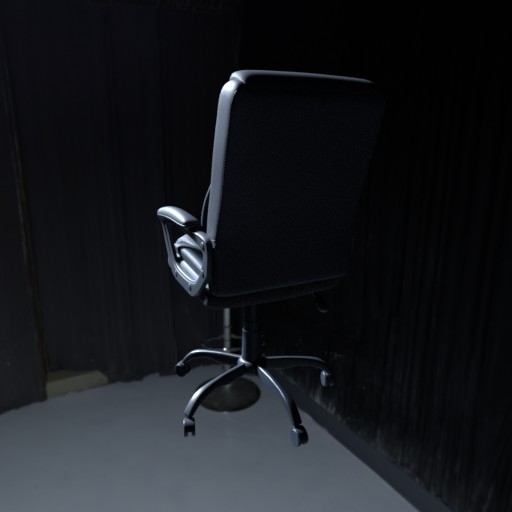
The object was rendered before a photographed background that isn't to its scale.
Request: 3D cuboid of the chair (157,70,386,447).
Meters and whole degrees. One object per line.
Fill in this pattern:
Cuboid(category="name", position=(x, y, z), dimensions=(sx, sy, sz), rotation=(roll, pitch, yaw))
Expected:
Cuboid(category="chair", position=(0.000, 0.000, 1.475), dimensions=(0.615, 1.072, 0.655), rotation=(-8, 17, -27))
